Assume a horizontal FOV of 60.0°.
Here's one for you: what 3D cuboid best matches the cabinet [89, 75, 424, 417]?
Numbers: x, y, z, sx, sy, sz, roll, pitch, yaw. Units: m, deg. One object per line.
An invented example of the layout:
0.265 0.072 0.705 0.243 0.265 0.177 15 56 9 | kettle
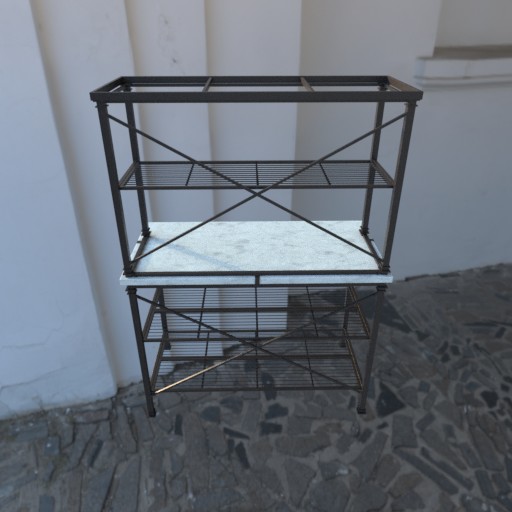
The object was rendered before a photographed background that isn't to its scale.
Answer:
0.000 0.000 2.235 1.210 1.659 0.610 -1 29 -1 | cabinet
